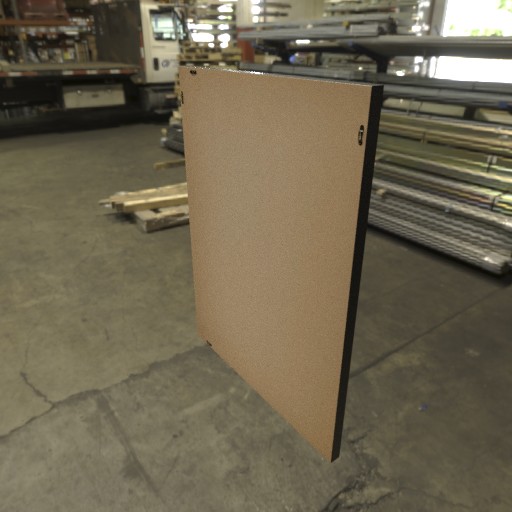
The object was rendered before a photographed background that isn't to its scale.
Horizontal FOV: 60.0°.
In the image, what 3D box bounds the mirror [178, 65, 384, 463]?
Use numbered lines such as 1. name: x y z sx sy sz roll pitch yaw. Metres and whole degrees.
1. mirror: 0.000 0.000 1.329 0.040 1.016 0.762 -18 32 -32
